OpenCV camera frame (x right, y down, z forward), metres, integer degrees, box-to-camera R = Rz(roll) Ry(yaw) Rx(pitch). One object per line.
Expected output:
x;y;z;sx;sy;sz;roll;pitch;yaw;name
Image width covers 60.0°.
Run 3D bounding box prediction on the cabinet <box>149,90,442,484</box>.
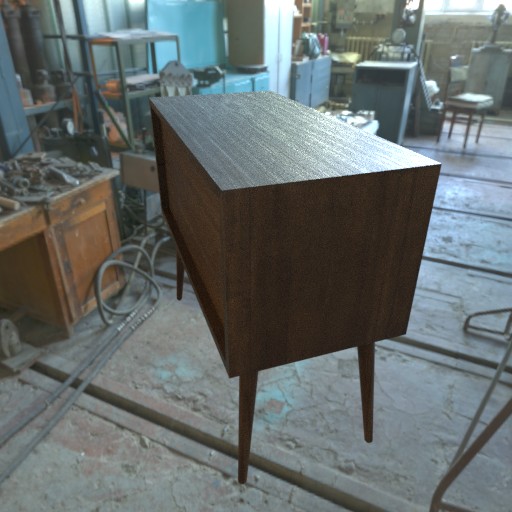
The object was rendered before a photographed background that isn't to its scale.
0.000;0.000;1.101;0.354;0.654;0.743;-10;31;-17;cabinet
